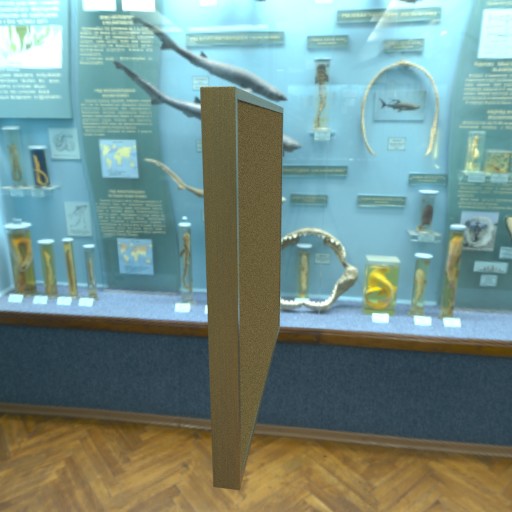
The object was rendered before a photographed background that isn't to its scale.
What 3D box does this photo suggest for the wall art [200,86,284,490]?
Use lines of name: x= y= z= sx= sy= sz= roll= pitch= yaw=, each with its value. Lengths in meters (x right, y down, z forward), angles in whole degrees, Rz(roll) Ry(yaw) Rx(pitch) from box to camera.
wall art: x=0.000 y=0.000 z=0.763 sx=0.037 sy=0.505 sz=0.505 roll=3 pitch=16 yaw=9
